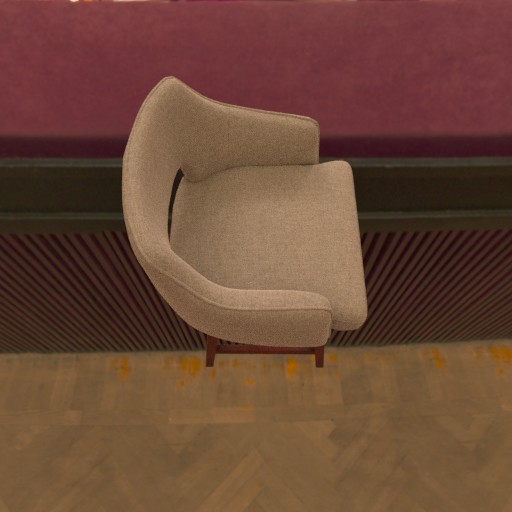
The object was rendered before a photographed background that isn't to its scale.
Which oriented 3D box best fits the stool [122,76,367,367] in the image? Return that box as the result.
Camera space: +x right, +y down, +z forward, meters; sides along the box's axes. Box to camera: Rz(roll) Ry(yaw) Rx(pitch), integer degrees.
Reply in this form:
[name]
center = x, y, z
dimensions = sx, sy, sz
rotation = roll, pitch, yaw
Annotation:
[stool]
center = 0.000, 0.000, 1.319
dimensions = 0.558, 0.944, 0.599
rotation = 0, 64, 0
